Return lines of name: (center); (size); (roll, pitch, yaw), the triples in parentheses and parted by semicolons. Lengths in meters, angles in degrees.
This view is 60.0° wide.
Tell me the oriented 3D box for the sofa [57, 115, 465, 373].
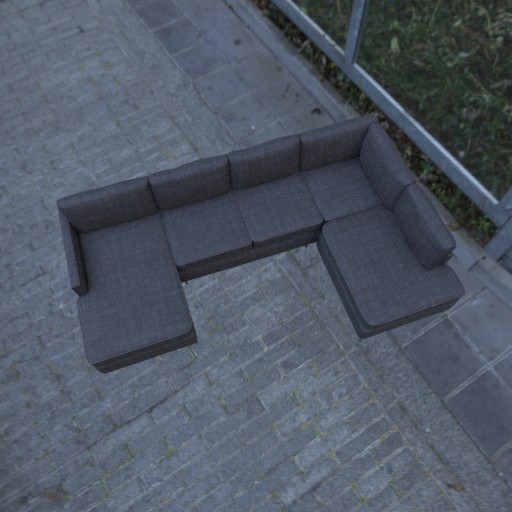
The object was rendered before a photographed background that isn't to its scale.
sofa: (0.000, 0.000, 4.283); (3.423, 0.999, 2.048); (-17, 64, -9)
